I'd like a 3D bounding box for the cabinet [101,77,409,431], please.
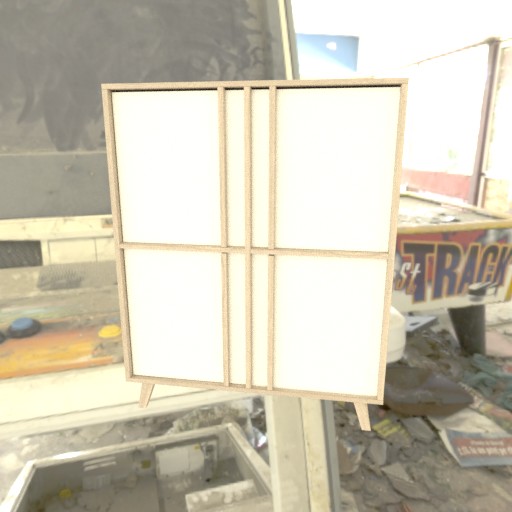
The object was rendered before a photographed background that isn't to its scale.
[{"bbox_3d":[0.000,0.000,1.938,1.111,1.388,0.398,2,15,9],"label":"cabinet"}]
